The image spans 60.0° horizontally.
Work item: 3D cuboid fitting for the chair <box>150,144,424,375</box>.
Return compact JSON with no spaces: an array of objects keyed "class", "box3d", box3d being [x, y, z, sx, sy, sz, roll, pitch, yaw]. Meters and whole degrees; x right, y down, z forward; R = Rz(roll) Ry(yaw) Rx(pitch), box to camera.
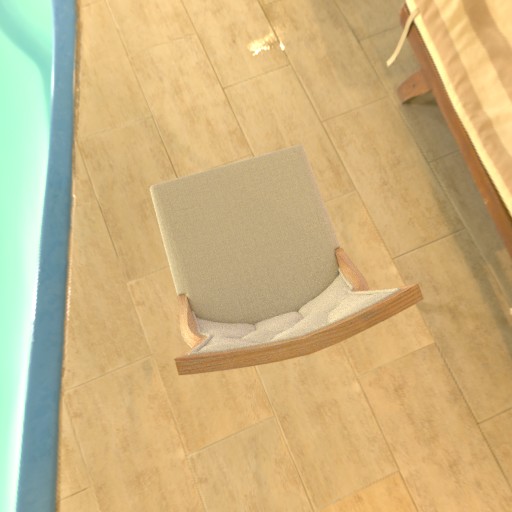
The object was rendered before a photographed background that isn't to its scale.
[{"class":"chair","box3d":[0.000,0.000,1.304,0.524,0.947,0.641,-16,75,-4]}]
